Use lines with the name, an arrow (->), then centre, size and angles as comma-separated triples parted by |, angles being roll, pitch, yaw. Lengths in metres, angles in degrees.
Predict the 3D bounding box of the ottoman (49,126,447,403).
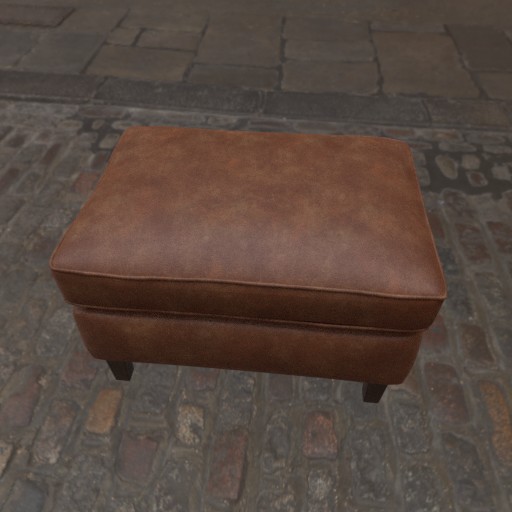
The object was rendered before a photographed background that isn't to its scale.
ottoman -> 0.000, 0.000, 0.983 | 0.665, 0.418, 0.501 | 4, 46, 4
